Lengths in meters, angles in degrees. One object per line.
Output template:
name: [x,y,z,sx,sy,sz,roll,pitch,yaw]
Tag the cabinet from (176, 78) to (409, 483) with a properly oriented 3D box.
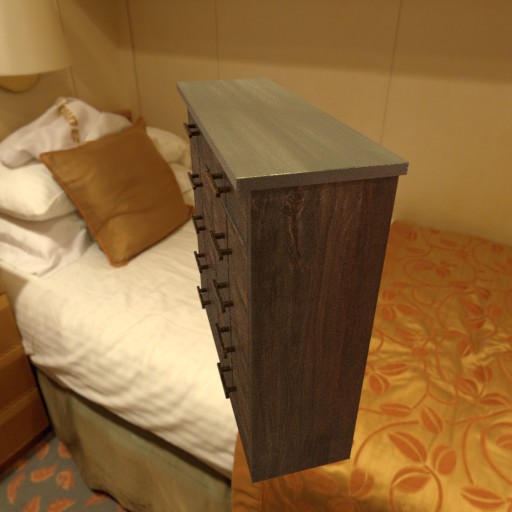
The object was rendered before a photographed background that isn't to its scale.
cabinet: [0.000,0.000,1.429,0.338,0.919,0.968,-8,32,-13]
